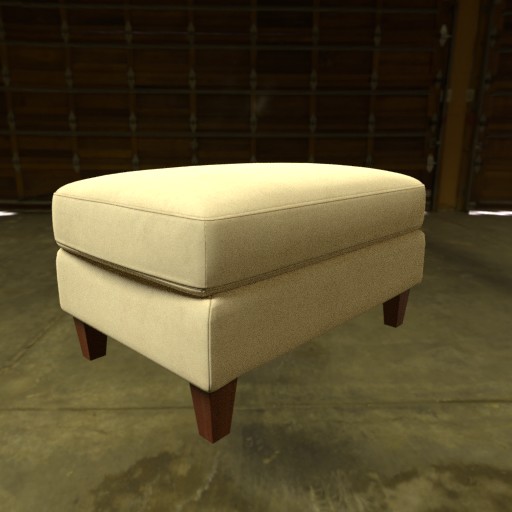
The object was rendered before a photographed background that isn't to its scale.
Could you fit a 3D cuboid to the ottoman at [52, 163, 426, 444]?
[{"bbox_3d":[0.000,0.000,1.194,0.584,0.483,0.864,13,19,42],"label":"ottoman"}]
